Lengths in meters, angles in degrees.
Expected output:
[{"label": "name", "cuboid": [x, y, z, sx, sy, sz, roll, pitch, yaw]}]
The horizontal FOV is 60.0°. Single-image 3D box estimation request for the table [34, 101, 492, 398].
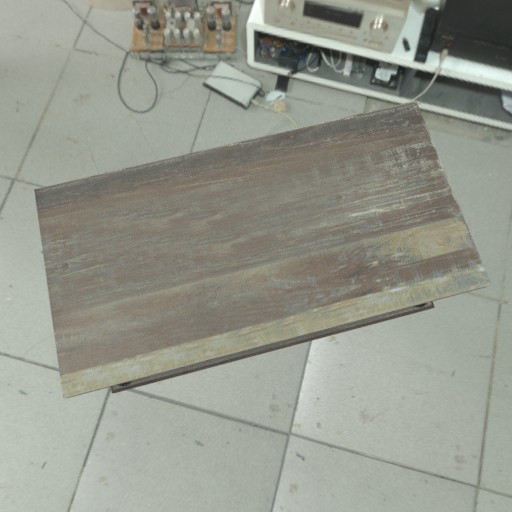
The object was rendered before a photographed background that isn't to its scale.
[{"label": "table", "cuboid": [0.000, 0.000, 1.349, 1.088, 0.399, 0.554, -14, 75, -4]}]
